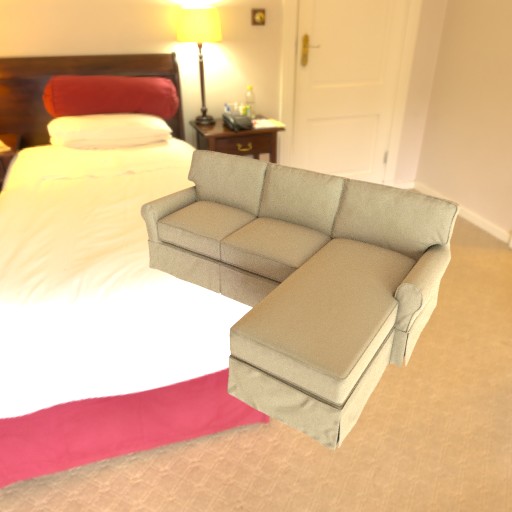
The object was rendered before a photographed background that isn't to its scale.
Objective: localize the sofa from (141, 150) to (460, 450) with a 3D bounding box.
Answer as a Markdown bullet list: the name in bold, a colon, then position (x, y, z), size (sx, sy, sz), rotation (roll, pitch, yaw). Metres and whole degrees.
- **sofa**: position (0.000, 0.000, 3.346), size (2.475, 0.978, 1.733), rotation (18, 34, 29)
